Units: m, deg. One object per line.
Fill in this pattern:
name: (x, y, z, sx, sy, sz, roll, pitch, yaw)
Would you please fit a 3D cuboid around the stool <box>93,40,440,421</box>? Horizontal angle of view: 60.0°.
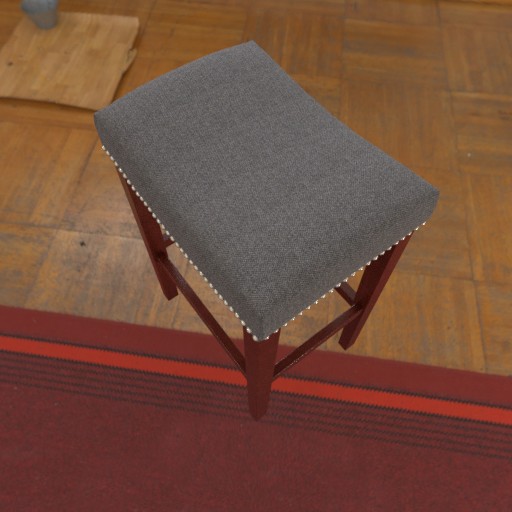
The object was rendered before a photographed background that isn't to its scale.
stool: (0.000, 0.000, 1.031, 0.372, 0.742, 0.504, -33, 65, -18)
